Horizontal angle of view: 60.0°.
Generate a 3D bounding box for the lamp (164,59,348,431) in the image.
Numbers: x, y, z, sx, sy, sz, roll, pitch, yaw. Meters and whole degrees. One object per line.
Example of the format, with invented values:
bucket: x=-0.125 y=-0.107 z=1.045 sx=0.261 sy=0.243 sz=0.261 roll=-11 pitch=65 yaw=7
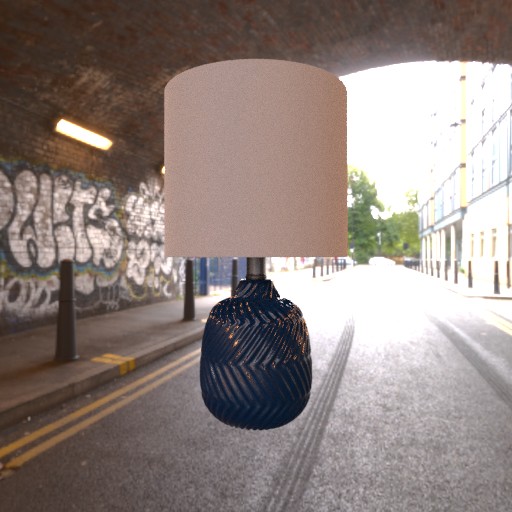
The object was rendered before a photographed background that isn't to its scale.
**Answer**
lamp: x=0.000 y=0.000 z=0.502 sx=0.203 sy=0.368 sz=0.203 roll=0 pitch=0 yaw=-35
